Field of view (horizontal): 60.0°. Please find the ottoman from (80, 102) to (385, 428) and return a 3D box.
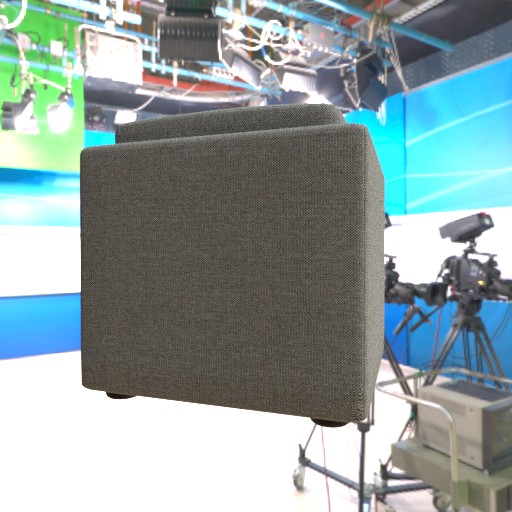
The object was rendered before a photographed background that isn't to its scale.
[{"bbox_3d":[0.000,0.000,0.839,0.450,0.460,0.450,0,1,19],"label":"ottoman"}]
